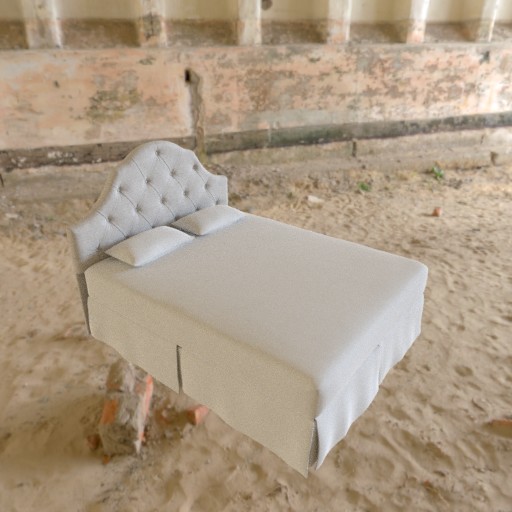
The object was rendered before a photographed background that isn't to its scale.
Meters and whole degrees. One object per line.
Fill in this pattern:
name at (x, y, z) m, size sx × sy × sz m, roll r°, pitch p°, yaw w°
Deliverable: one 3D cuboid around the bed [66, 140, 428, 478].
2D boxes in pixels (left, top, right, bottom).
bed at (0.000, 0.000, 3.791) m, size 2.477 × 1.617 × 2.039 m, roll 19°, pitch 32°, yaw 33°
